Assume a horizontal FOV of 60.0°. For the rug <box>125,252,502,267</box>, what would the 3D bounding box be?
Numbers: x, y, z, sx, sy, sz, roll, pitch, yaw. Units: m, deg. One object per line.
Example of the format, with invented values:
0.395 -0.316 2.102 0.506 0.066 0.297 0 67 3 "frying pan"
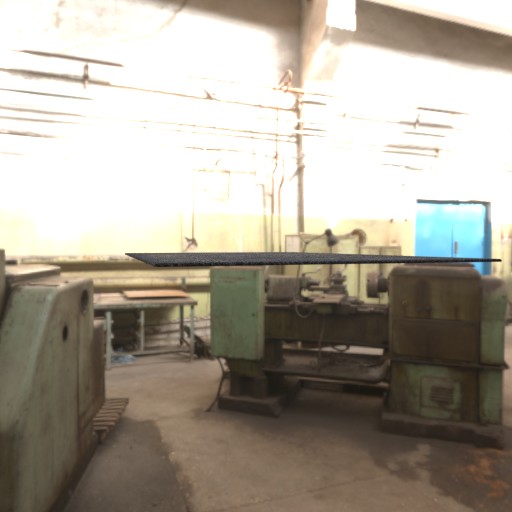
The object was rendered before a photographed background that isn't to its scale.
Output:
0.000 0.000 2.121 1.139 0.010 1.754 0 1 -19 "rug"
